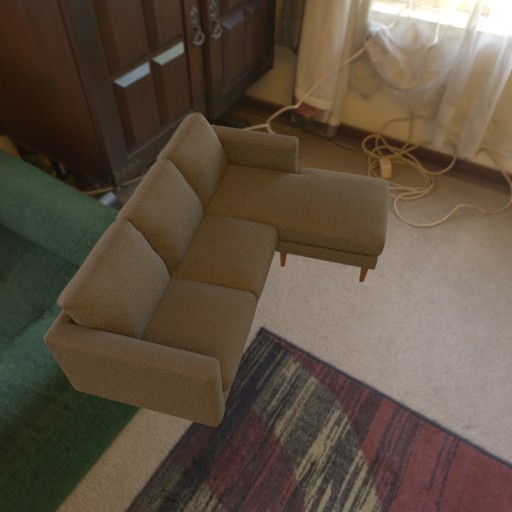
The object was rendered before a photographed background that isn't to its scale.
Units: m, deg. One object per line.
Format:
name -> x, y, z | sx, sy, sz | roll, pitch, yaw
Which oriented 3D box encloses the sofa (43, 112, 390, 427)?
sofa -> 0.000, 0.000, 2.820 | 1.591, 0.897, 2.031 | 11, 48, 10
